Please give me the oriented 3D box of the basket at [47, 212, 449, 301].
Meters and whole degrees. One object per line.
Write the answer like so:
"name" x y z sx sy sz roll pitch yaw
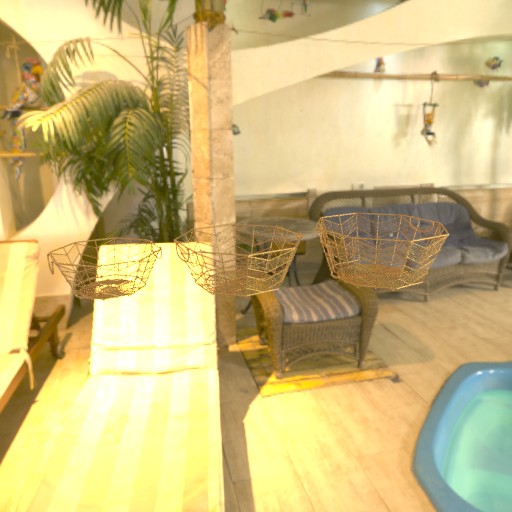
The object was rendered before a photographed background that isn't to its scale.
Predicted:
"basket" 0.000 0.000 1.410 1.245 0.178 0.432 -2 16 -8
